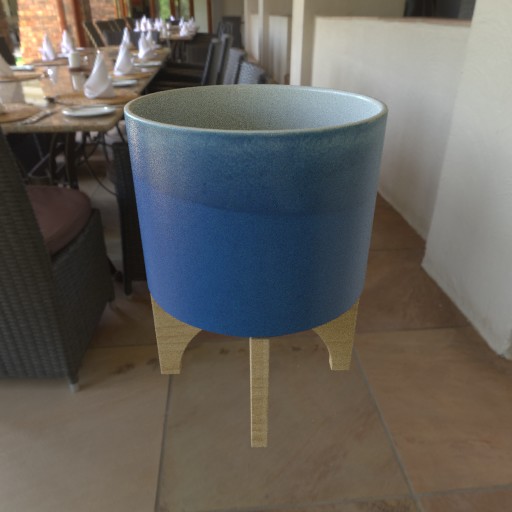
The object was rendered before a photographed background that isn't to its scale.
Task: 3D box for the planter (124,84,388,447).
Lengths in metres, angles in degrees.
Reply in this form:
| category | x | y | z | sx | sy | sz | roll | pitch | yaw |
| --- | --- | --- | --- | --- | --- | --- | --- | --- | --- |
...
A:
| category | x | y | z | sx | sy | sz | roll | pitch | yaw |
| --- | --- | --- | --- | --- | --- | --- | --- | --- | --- |
| planter | 0.000 | 0.000 | 0.395 | 0.192 | 0.263 | 0.192 | 0 | 29 | 0 |
